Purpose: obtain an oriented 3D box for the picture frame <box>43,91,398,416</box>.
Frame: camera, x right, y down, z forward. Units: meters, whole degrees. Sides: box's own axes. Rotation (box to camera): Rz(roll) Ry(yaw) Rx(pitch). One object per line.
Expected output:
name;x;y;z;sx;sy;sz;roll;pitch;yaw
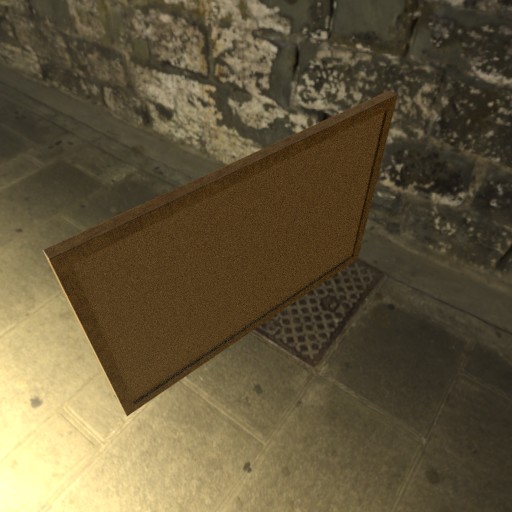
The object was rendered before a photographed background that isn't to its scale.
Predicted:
picture frame;0.000;0.000;1.179;0.922;0.621;0.029;-31;54;-26
